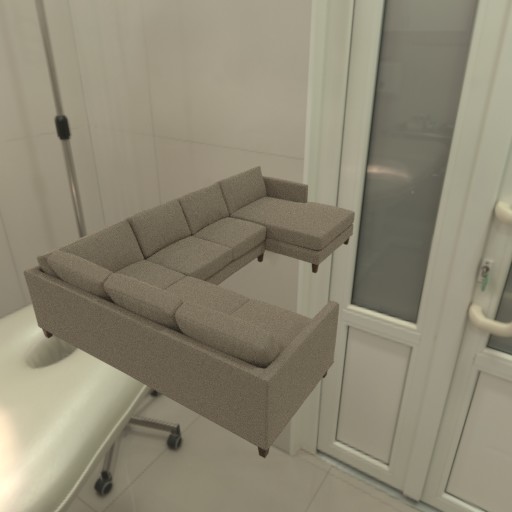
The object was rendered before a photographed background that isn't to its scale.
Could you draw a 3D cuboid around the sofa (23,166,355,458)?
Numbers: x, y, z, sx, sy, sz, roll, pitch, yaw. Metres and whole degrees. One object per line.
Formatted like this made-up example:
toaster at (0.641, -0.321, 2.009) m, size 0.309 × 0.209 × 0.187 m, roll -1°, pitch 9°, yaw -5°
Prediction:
sofa at (0.000, 0.000, 4.491) m, size 2.424 × 0.865 × 3.438 m, roll 16°, pitch 31°, yaw 29°
